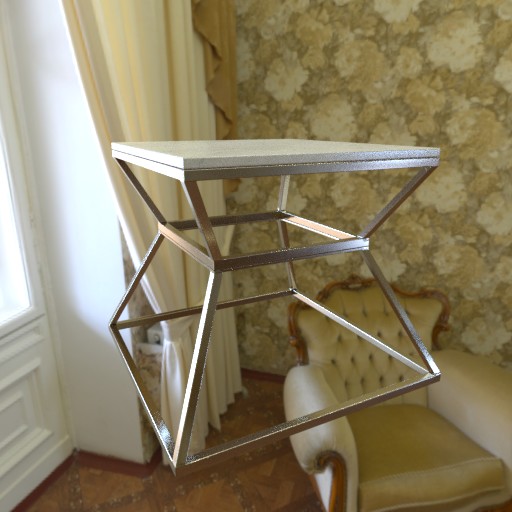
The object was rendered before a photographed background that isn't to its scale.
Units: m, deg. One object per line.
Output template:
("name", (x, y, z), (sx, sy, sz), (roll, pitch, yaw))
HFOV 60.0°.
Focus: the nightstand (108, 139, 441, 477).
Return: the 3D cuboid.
("nightstand", (0.000, 0.000, 0.876), (0.514, 0.426, 0.513), (-9, 19, -26))
